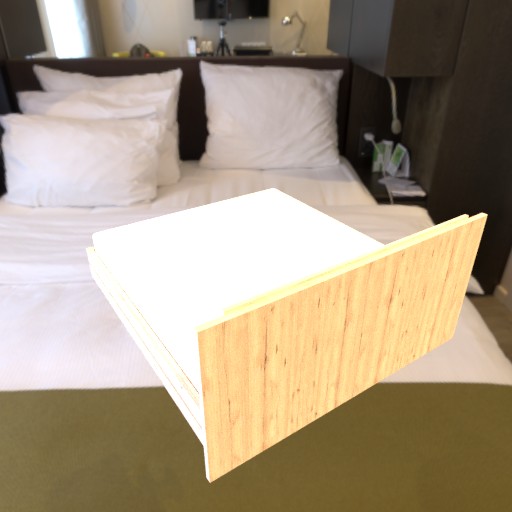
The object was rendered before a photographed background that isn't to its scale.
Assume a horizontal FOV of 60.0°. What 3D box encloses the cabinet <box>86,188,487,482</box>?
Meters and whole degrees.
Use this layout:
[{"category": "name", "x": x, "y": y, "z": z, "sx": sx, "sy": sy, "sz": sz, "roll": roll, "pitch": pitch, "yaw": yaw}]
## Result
[{"category": "cabinet", "x": 0.000, "y": 0.000, "z": 3.169, "sx": 1.950, "sy": 0.970, "sz": 2.080, "roll": -19, "pitch": 35, "yaw": -29}]
